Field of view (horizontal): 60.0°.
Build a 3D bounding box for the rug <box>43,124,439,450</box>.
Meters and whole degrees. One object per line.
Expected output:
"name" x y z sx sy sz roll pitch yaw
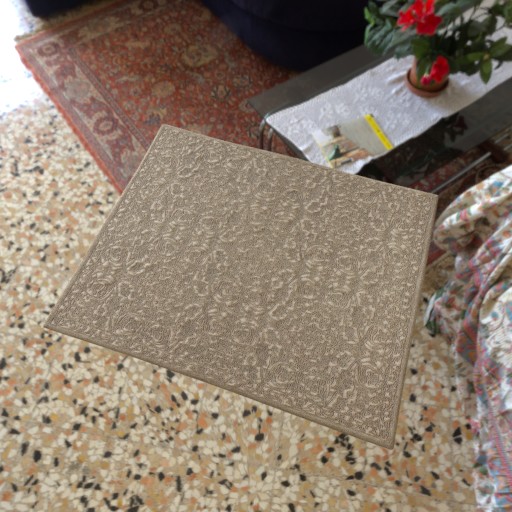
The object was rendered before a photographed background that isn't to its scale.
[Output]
"rug" 0.000 0.000 4.101 3.017 0.035 2.472 17 63 9
